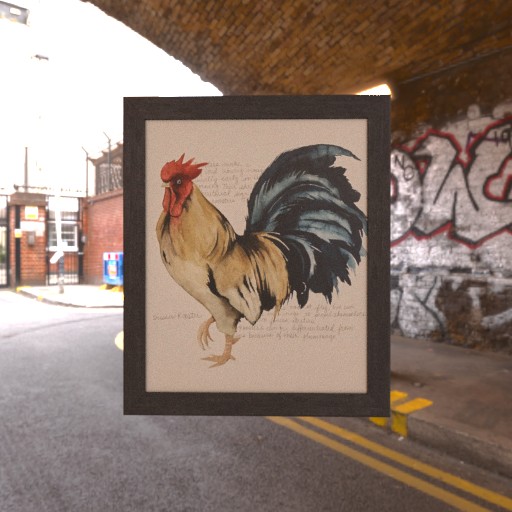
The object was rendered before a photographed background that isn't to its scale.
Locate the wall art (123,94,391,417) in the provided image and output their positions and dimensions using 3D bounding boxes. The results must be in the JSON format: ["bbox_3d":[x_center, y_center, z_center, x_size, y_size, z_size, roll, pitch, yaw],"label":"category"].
[{"bbox_3d":[0.000,0.000,0.792,0.476,0.570,0.013,0,0,1],"label":"wall art"}]
